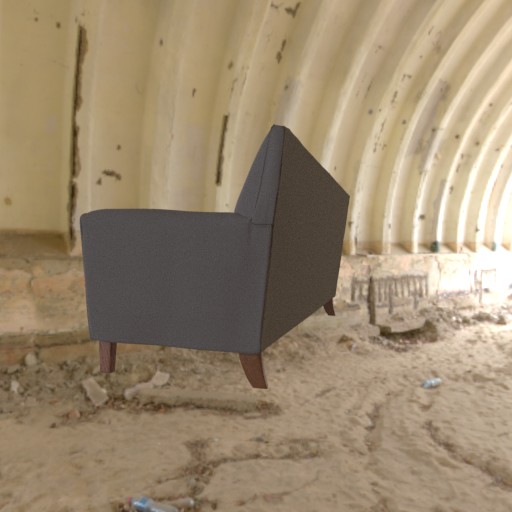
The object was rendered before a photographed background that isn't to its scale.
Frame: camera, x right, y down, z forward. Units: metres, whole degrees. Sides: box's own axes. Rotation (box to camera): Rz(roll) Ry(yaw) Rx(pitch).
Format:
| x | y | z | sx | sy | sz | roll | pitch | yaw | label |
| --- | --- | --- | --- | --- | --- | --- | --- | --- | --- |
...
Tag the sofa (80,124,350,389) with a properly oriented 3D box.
| x | y | z | sx | sy | sz | roll | pitch | yaw | label |
| --- | --- | --- | --- | --- | --- | --- | --- | --- | --- |
| 0.000 | 0.000 | 2.507 | 0.843 | 0.907 | 2.002 | 0 | 1 | 18 | sofa |
